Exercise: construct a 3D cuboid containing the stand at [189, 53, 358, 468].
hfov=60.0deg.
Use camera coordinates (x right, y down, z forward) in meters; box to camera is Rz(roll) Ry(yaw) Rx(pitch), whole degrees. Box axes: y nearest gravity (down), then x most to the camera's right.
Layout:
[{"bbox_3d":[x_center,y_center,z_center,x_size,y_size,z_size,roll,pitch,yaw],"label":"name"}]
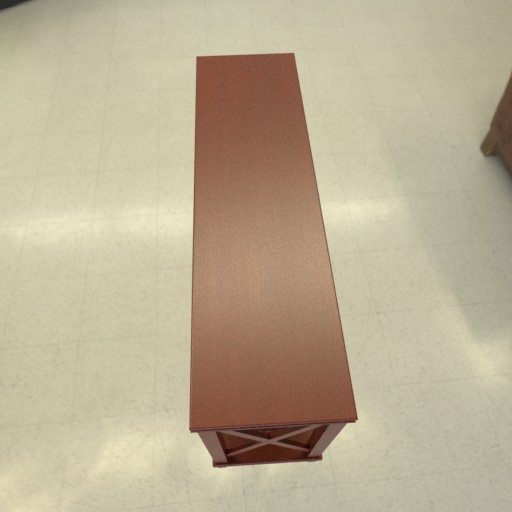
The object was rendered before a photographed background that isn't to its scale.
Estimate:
[{"bbox_3d":[0.000,0.000,1.678,0.381,0.762,1.372,-3,58,-2],"label":"stand"}]
